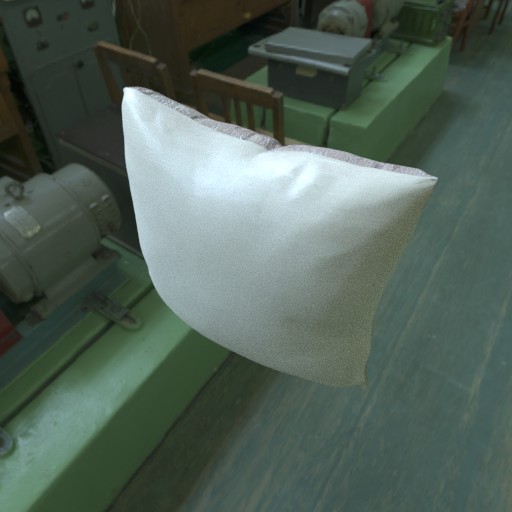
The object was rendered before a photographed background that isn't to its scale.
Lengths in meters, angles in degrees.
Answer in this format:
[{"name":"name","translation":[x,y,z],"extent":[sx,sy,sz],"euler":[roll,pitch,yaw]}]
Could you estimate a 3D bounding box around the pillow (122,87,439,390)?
[{"name":"pillow","translation":[0.000,0.000,0.703],"extent":[0.450,0.448,0.245],"euler":[24,50,21]}]
